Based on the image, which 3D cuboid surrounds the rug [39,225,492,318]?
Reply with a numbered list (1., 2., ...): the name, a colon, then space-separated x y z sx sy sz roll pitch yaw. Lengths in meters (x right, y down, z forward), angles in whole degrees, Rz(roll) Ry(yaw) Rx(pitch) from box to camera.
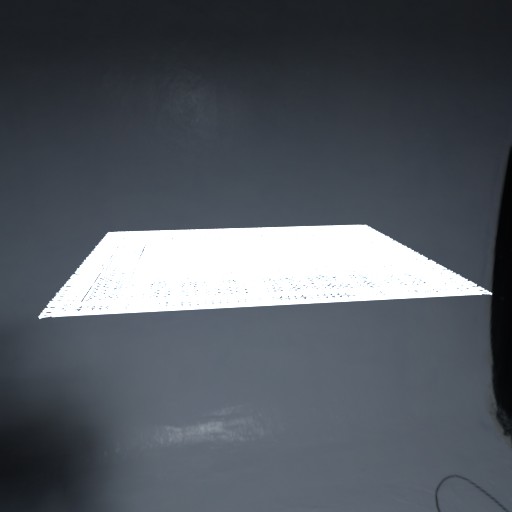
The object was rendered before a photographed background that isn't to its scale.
1. rug: 0.000 0.000 3.899 2.940 0.013 2.312 -2 16 -8
